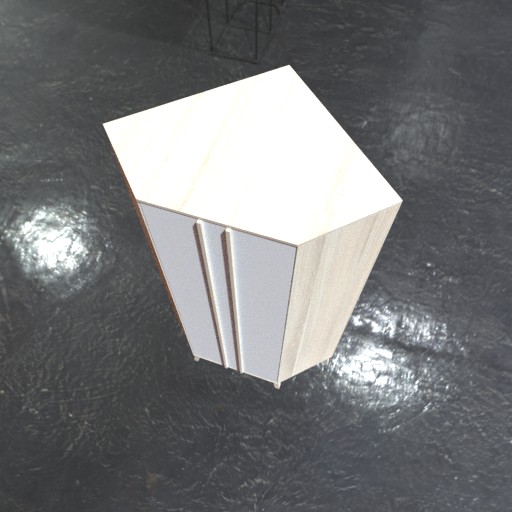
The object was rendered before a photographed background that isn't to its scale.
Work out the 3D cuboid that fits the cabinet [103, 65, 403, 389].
[{"bbox_3d":[0.000,0.000,2.687,1.272,1.957,0.969,16,60,10],"label":"cabinet"}]
